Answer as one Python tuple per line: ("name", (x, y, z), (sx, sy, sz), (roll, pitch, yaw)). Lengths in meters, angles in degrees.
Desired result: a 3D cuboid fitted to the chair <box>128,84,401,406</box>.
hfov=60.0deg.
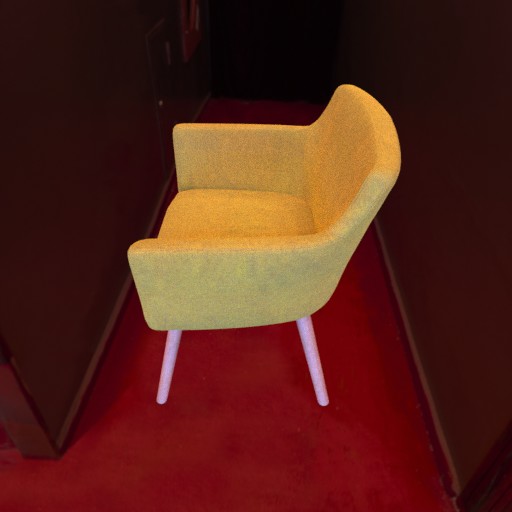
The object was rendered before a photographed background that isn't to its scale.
("chair", (0.000, 0.000, 1.175), (0.570, 0.780, 0.570), (0, 40, 1))
